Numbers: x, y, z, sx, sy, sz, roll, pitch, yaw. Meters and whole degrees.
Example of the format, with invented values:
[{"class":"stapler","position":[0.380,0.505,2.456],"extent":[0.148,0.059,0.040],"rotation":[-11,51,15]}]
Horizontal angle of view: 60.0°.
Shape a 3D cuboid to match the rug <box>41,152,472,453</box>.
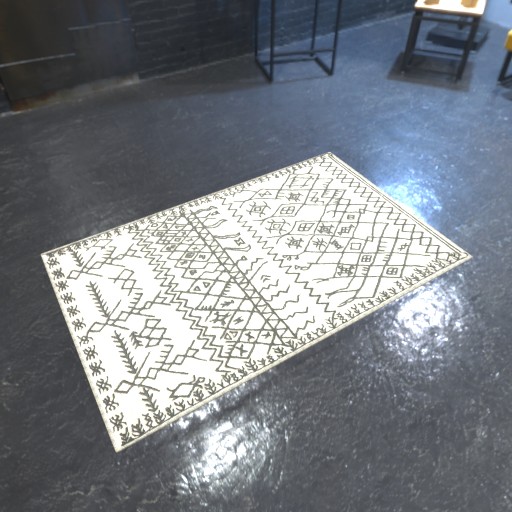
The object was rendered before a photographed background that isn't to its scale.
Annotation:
[{"class":"rug","position":[0.000,0.000,2.954],"extent":[2.444,0.012,1.526],"rotation":[-23,49,-22]}]
